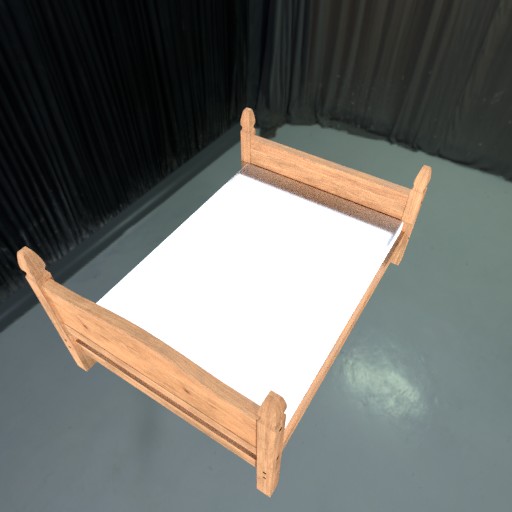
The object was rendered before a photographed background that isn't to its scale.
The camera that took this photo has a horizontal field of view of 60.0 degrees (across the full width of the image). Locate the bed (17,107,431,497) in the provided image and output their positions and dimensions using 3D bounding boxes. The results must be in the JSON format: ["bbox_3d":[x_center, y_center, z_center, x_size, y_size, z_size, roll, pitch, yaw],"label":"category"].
[{"bbox_3d":[0.000,0.000,2.852,1.490,1.100,2.069,25,52,21],"label":"bed"}]
